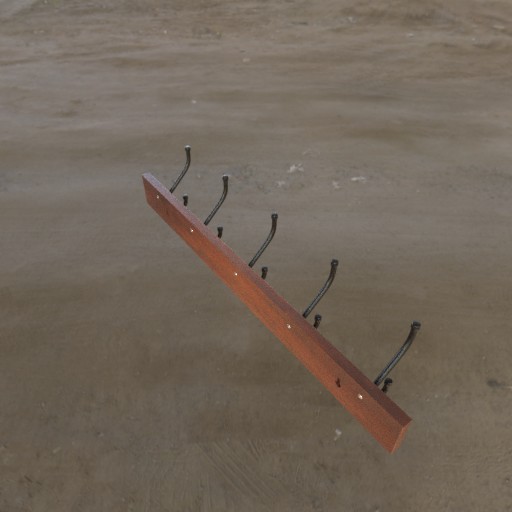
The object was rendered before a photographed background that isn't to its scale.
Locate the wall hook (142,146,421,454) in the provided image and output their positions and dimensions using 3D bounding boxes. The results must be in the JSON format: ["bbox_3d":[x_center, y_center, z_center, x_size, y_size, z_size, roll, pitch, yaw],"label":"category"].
[{"bbox_3d":[0.000,0.000,0.616,0.071,0.117,0.571,-26,48,-26],"label":"wall hook"}]
